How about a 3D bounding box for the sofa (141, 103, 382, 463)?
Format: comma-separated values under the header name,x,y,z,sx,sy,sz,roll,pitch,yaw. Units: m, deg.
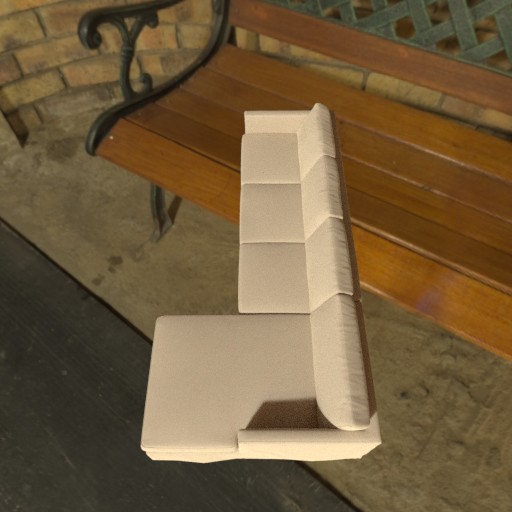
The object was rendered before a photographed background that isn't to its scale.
name,x,y,z,sx,sy,sz,roll,pitch,yaw
sofa,0.000,0.000,3.872,1.622,0.871,3.206,0,58,0
